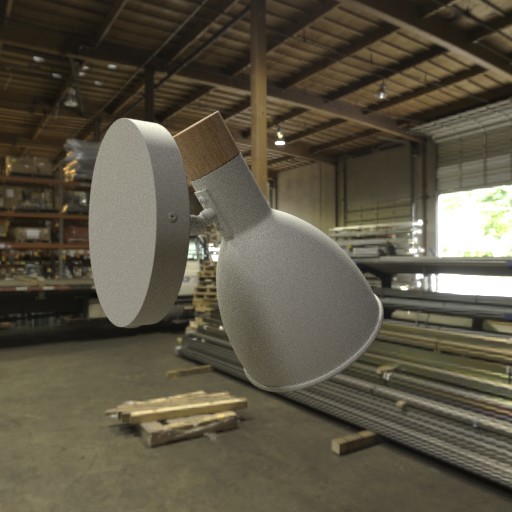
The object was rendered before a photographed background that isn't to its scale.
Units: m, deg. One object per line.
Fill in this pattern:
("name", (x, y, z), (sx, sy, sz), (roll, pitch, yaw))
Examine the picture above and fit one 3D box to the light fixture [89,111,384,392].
("light fixture", (0.000, 0.000, 0.329), (0.209, 0.199, 0.127), (0, 0, -35))
